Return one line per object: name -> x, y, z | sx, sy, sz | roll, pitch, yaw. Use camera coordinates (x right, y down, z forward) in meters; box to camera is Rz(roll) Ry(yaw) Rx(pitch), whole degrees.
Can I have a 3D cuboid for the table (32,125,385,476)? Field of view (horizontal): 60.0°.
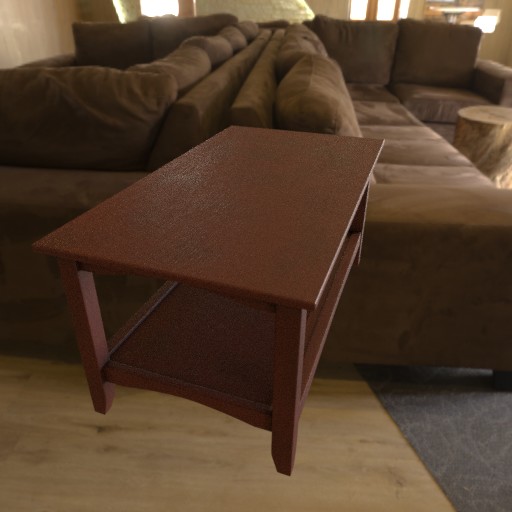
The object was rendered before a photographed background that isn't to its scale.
table -> 0.000, 0.000, 1.228 | 0.533, 0.456, 0.943 | 10, 32, 17
